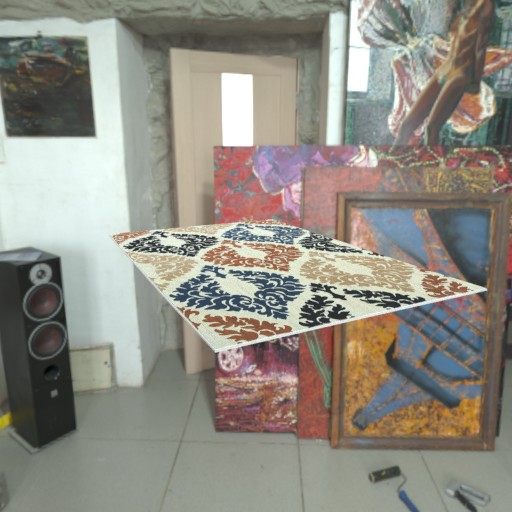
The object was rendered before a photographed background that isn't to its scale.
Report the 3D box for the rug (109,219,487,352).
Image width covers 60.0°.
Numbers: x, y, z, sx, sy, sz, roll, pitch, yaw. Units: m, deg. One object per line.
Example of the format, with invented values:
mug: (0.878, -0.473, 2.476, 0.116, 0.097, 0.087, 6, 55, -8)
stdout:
rug: (0.000, 0.000, 2.924, 1.514, 0.014, 2.275, -7, 17, -26)
